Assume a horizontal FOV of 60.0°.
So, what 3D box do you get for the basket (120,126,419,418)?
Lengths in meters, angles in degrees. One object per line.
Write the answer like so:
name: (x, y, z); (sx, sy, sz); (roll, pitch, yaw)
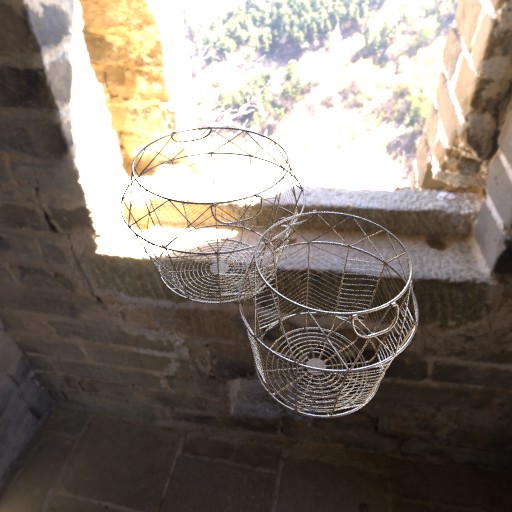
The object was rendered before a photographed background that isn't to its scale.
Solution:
basket: (0.000, 0.000, 1.032); (0.451, 0.343, 0.805); (-25, 46, -27)
